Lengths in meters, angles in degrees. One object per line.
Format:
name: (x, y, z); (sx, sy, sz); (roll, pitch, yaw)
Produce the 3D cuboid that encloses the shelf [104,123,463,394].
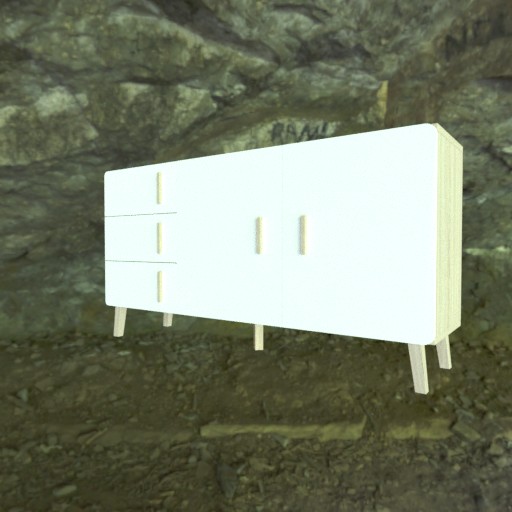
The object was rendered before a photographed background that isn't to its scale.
shelf: (0.000, 0.000, 1.827); (1.490, 0.780, 0.400); (1, 2, 35)
